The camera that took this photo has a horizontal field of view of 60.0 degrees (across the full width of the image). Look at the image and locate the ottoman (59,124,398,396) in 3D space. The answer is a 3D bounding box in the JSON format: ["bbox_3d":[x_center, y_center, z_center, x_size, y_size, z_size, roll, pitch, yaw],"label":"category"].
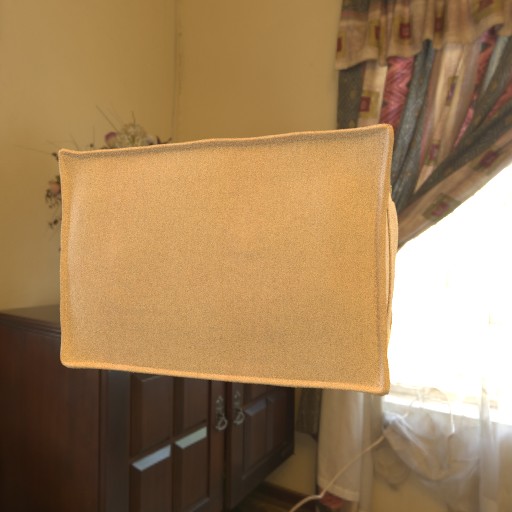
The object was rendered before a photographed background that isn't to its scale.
[{"bbox_3d":[0.000,0.000,1.141,0.696,0.470,0.707,0,1,17],"label":"ottoman"}]
